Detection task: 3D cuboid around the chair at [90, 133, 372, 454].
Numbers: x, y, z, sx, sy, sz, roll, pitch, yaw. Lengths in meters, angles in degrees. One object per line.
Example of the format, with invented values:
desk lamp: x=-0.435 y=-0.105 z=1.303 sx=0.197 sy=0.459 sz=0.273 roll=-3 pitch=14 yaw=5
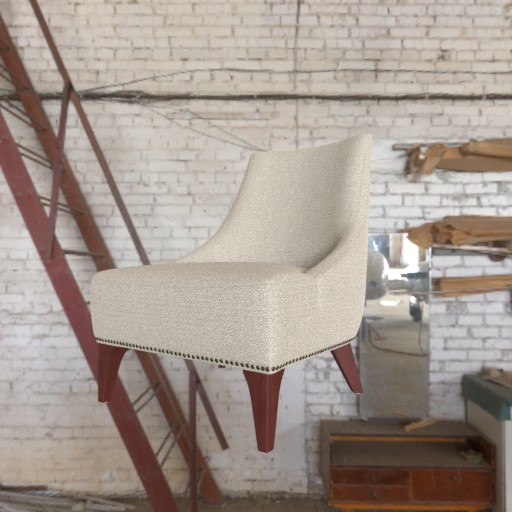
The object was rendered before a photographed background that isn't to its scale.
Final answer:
chair: x=0.000 y=0.000 z=1.503 sx=0.701 sy=0.909 sz=0.861 roll=0 pitch=-1 yaw=36
